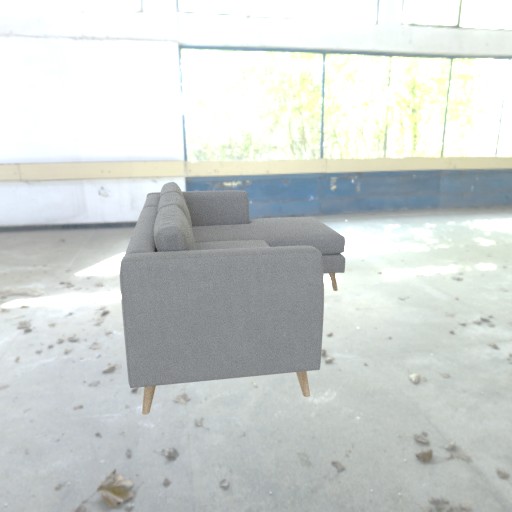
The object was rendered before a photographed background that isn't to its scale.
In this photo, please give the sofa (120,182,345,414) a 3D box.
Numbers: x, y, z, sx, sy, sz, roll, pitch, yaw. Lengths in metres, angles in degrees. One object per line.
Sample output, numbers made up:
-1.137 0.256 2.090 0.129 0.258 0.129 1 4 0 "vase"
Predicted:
0.000 0.000 3.103 1.580 0.860 2.300 -3 16 -10 "sofa"
